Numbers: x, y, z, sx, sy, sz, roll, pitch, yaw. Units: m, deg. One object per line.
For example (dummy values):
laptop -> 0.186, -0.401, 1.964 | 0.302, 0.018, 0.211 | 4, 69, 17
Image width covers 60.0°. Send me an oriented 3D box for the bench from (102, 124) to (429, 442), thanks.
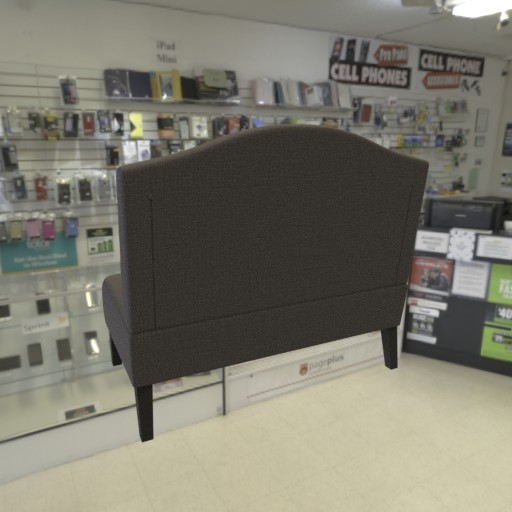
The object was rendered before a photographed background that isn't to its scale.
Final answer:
bench -> 0.000, 0.000, 2.106 | 1.335, 1.180, 0.815 | -7, 16, -26
